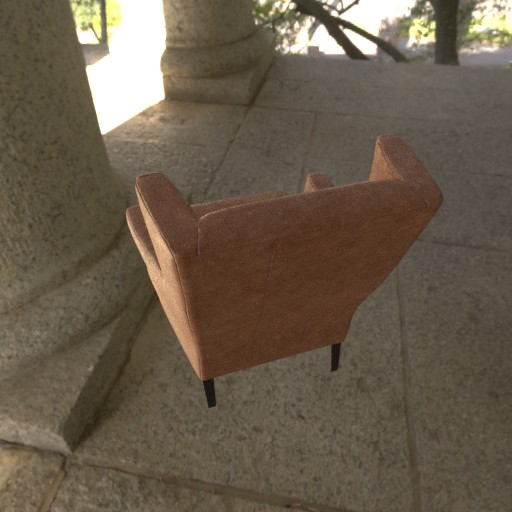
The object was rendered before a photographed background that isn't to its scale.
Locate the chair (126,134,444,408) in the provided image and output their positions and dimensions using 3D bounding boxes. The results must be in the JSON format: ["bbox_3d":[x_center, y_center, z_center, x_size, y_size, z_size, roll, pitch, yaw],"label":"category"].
[{"bbox_3d":[0.000,0.000,1.637,0.853,1.016,0.926,-12,43,-14],"label":"chair"}]
